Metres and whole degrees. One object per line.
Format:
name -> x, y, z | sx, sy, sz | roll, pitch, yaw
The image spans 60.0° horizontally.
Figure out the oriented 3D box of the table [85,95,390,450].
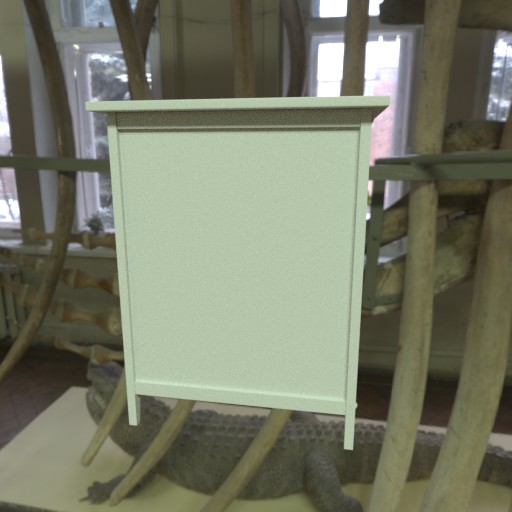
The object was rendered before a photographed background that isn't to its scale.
table -> 0.000, 0.000, 0.777 | 0.381, 0.483, 0.381 | 2, 13, 10
